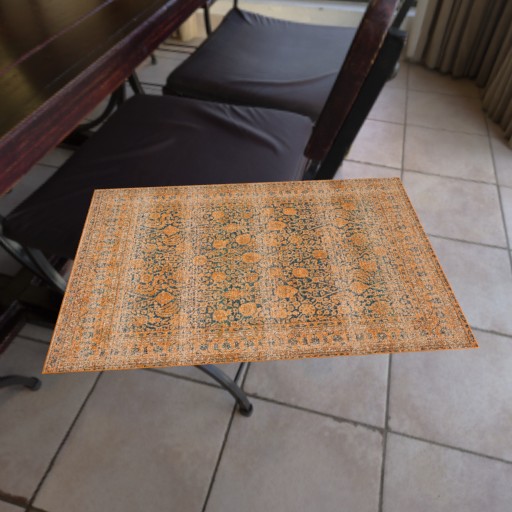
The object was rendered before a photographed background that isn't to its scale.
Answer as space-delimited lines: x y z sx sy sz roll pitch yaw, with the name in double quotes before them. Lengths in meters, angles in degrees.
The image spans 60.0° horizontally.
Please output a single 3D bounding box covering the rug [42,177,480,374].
"rug" 0.000 0.000 2.877 2.336 0.007 1.525 -3 47 -3
